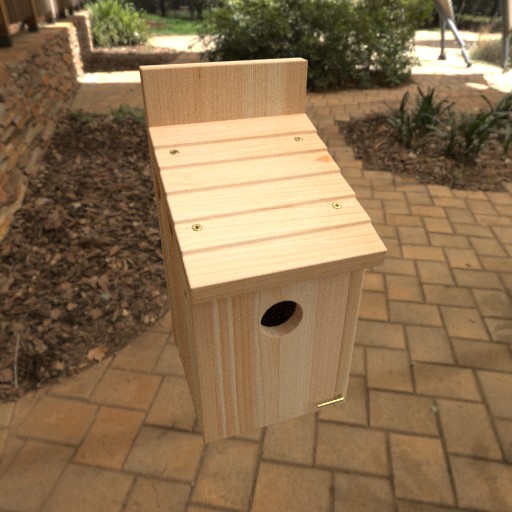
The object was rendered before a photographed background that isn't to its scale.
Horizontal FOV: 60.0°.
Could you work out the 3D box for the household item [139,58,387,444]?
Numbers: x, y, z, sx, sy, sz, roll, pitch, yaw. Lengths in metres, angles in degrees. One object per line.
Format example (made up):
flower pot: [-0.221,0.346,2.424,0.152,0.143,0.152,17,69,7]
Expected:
household item: [0.000,0.000,0.398,0.149,0.300,0.171,-10,33,-16]
